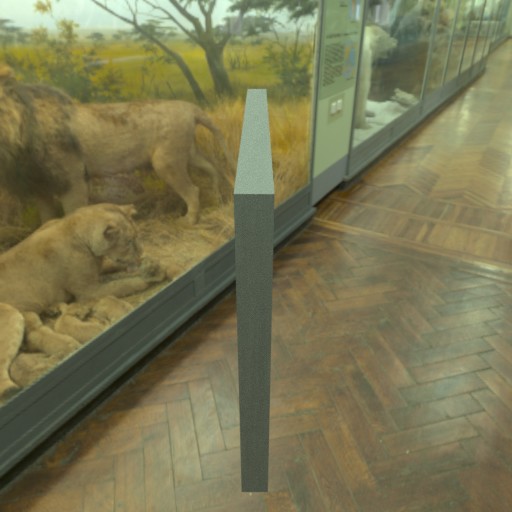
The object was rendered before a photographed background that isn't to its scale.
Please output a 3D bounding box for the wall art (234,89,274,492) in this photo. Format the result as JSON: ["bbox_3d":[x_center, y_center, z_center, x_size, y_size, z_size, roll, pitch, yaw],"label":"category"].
[{"bbox_3d":[0.000,0.000,0.757,0.037,0.450,0.557,0,30,0],"label":"wall art"}]
